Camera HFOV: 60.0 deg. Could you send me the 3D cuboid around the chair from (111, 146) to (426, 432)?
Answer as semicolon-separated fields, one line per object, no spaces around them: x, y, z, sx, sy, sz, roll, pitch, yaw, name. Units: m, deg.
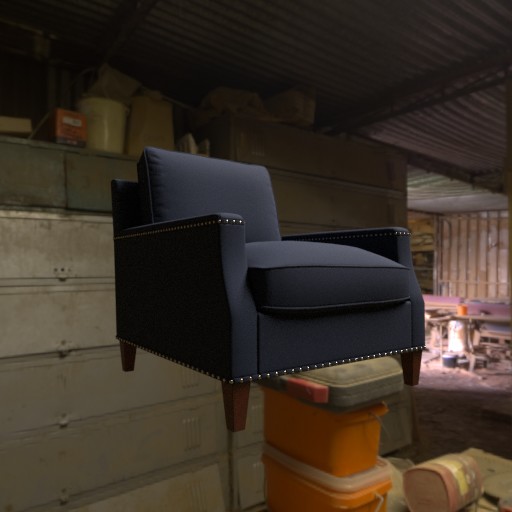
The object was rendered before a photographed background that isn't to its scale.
0.000;0.000;1.761;0.853;0.943;1.014;1;-2;-36;chair
